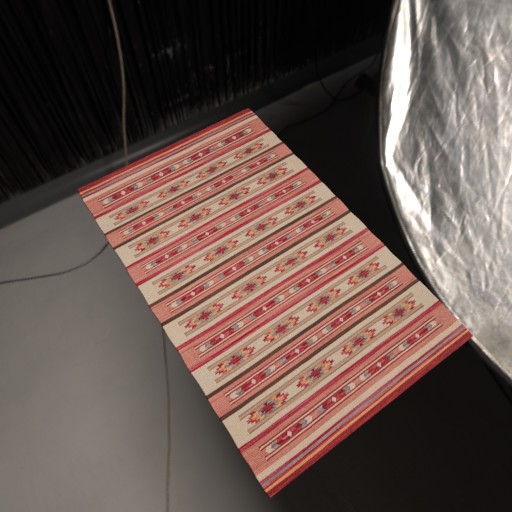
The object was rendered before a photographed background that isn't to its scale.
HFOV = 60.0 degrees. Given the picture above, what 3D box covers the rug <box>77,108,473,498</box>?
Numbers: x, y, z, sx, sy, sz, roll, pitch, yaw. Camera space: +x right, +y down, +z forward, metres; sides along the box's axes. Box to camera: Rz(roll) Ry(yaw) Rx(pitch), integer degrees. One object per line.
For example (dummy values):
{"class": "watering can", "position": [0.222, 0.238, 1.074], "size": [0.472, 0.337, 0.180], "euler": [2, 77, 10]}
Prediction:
{"class": "rug", "position": [0.000, 0.000, 2.978], "size": [1.535, 0.010, 2.431], "euler": [-31, 64, -17]}
